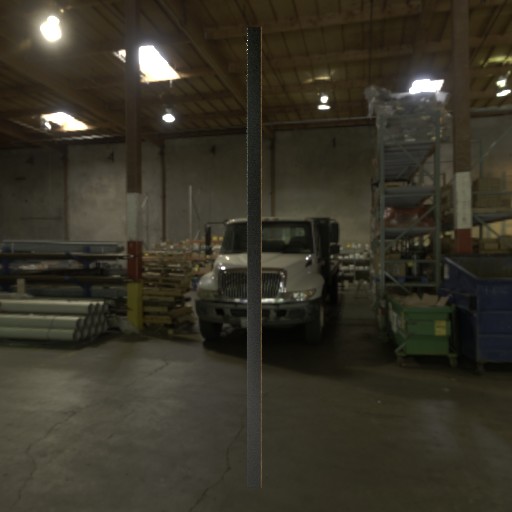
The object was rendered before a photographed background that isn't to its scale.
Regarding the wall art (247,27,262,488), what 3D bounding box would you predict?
[{"bbox_3d":[0.000,0.000,0.650,0.014,0.445,0.446,0,1,0],"label":"wall art"}]
